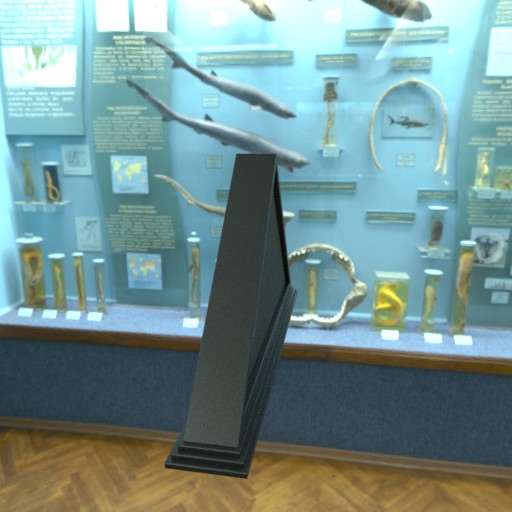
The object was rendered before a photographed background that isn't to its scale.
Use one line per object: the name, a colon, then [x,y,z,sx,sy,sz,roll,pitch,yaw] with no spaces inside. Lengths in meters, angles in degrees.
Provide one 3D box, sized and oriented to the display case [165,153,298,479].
display case: [0.000,0.000,0.756,0.095,0.340,0.640,3,14,10]
